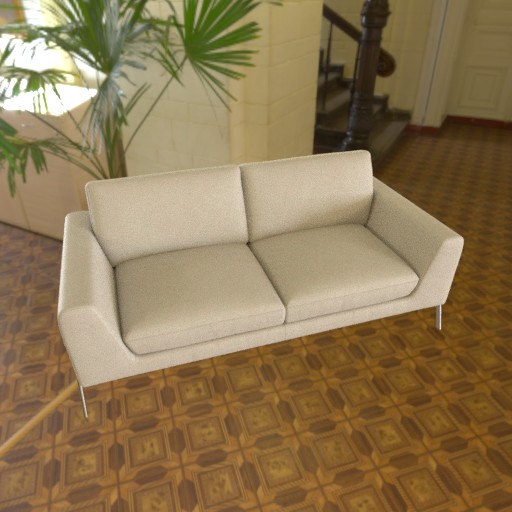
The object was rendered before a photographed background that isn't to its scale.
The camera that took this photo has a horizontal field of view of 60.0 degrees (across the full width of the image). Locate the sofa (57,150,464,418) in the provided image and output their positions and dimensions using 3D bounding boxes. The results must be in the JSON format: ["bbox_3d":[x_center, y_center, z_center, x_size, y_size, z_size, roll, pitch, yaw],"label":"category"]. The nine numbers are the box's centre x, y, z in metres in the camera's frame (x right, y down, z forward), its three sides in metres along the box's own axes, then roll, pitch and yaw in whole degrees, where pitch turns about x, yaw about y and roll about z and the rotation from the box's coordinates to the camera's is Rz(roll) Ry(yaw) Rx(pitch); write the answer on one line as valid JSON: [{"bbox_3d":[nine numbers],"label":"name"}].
[{"bbox_3d":[0.000,0.000,2.507,2.017,0.875,0.953,-10,33,-15],"label":"sofa"}]
